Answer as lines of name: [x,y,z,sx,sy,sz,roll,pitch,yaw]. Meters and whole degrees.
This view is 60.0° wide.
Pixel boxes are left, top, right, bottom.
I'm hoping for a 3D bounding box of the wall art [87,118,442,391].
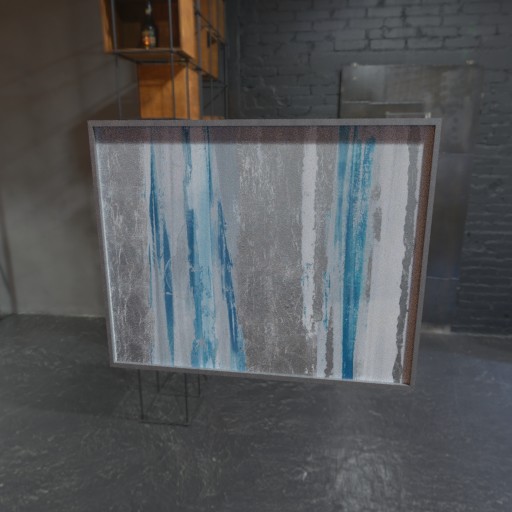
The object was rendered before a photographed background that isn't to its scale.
wall art: [0.000,0.000,0.766,0.557,0.450,0.037,2,15,9]
